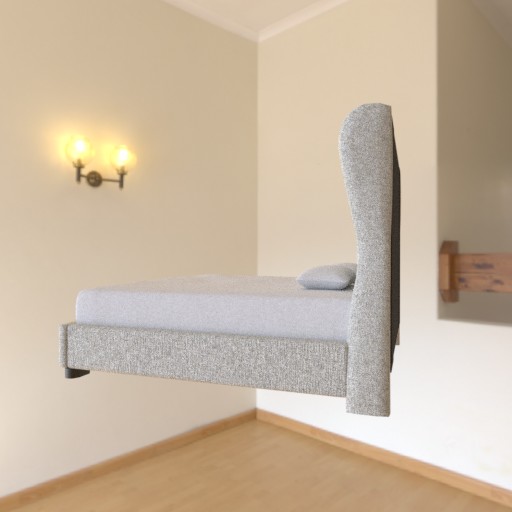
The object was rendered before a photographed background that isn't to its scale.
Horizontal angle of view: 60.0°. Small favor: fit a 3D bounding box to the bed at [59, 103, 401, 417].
[{"bbox_3d":[0.000,0.000,3.851,2.347,1.771,2.219,0,0,19],"label":"bed"}]
